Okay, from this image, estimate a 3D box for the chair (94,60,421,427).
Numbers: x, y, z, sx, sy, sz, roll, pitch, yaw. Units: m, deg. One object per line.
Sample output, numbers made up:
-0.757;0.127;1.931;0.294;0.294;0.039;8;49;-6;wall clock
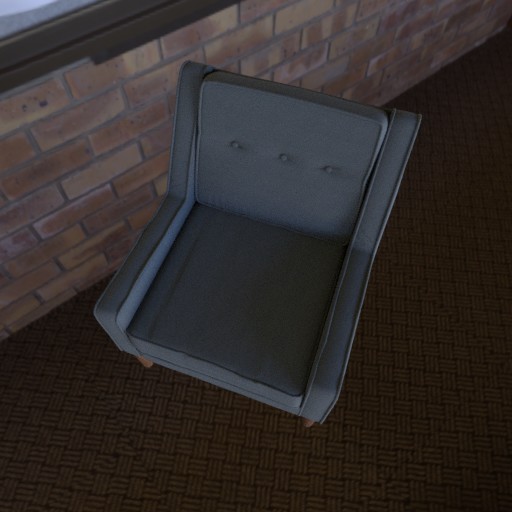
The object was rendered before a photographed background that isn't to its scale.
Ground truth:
0.000;0.000;1.322;0.663;0.780;0.733;17;61;10;chair
